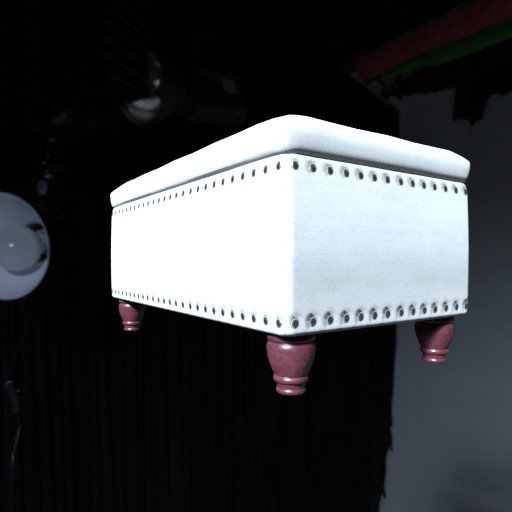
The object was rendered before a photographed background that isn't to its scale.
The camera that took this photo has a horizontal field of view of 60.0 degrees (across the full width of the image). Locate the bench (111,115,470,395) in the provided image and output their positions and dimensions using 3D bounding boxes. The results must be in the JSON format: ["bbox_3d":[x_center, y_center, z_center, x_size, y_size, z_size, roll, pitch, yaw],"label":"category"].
[{"bbox_3d":[0.000,0.000,1.155,0.500,0.449,0.887,0,-1,-34],"label":"bench"}]
